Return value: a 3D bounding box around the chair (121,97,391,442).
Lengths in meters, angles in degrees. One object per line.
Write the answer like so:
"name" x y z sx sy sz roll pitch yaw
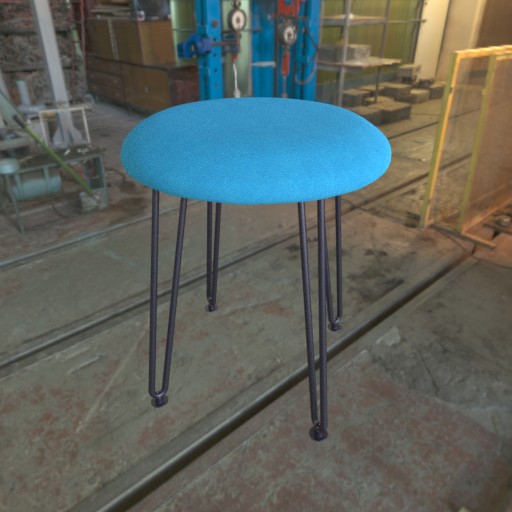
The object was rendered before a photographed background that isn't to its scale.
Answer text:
"chair" 0.000 0.000 0.679 0.350 0.430 0.350 1 30 2
